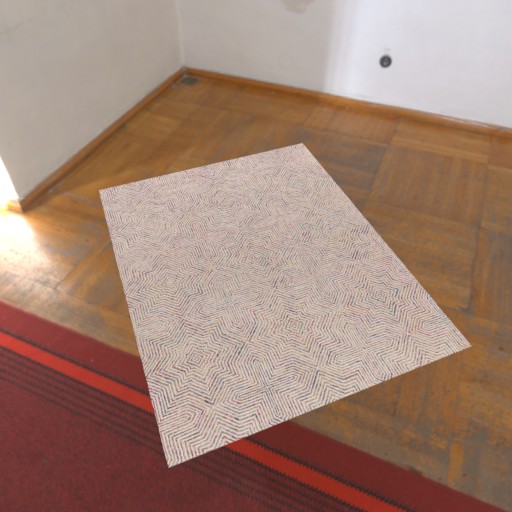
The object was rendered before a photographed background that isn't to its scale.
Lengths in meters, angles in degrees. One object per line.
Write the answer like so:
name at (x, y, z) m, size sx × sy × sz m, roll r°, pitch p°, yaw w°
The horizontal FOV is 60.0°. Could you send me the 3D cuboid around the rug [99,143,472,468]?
rug at (0.000, 0.000, 4.138) m, size 2.442 × 0.008 × 3.046 m, roll -16°, pitch 50°, yaw -15°
